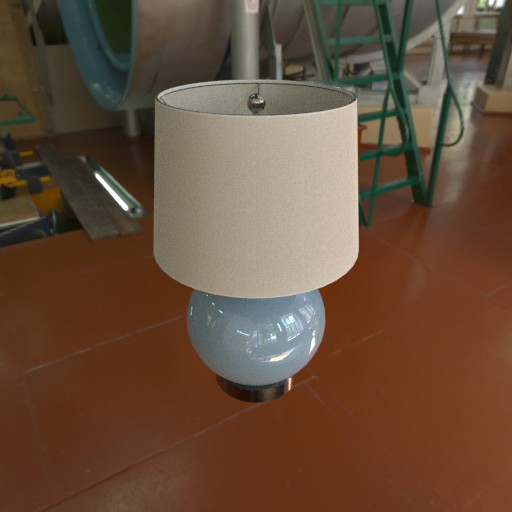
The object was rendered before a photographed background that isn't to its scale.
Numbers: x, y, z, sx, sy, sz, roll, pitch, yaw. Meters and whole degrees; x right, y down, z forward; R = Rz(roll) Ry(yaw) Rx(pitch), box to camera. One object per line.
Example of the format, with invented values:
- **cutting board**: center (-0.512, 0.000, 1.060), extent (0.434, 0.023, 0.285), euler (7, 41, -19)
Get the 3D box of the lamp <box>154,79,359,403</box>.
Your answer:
- **lamp**: center (0.000, 0.000, 0.554), extent (0.247, 0.387, 0.247), euler (0, 30, 0)
